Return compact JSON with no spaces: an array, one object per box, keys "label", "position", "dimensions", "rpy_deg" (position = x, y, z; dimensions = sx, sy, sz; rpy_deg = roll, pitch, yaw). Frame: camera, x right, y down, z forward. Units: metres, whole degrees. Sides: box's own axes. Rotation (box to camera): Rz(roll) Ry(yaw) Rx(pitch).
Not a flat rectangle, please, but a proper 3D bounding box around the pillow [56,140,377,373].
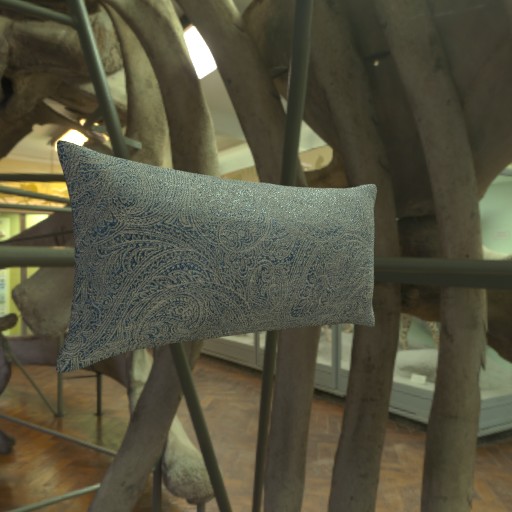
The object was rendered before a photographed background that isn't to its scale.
[{"label":"pillow","position":[0.000,0.000,0.735],"dimensions":[0.615,0.295,0.151],"rpy_deg":[0,0,-36]}]
